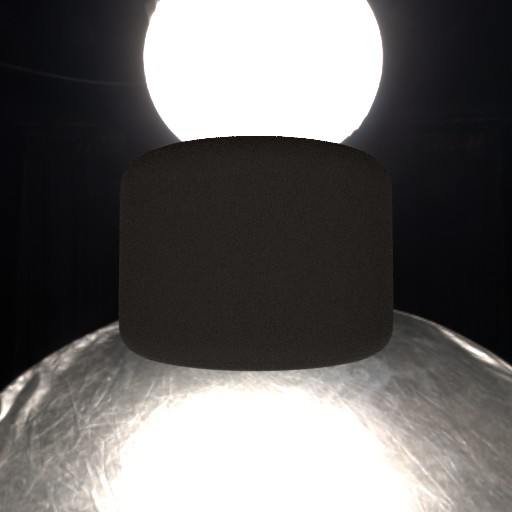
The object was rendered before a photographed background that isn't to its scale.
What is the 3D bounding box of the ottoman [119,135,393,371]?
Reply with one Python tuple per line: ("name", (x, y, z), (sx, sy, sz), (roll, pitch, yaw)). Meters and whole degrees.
("ottoman", (0.000, 0.000, 1.031), (0.608, 0.433, 0.608), (0, -2, 0))
